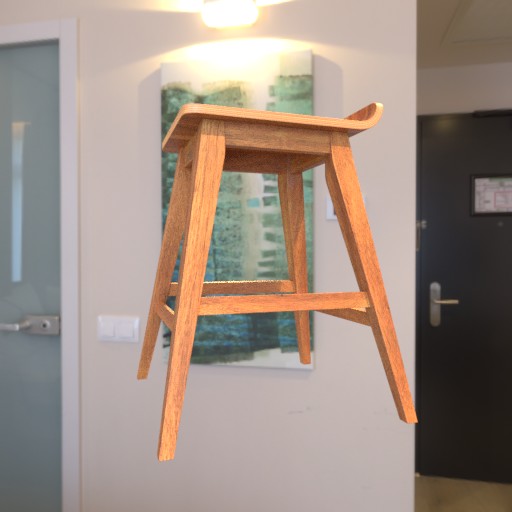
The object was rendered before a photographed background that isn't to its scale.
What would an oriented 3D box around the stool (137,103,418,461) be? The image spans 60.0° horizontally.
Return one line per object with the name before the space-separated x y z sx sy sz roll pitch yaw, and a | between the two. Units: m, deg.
stool | 0.000 0.000 1.022 0.500 0.650 0.500 0 1 -19
